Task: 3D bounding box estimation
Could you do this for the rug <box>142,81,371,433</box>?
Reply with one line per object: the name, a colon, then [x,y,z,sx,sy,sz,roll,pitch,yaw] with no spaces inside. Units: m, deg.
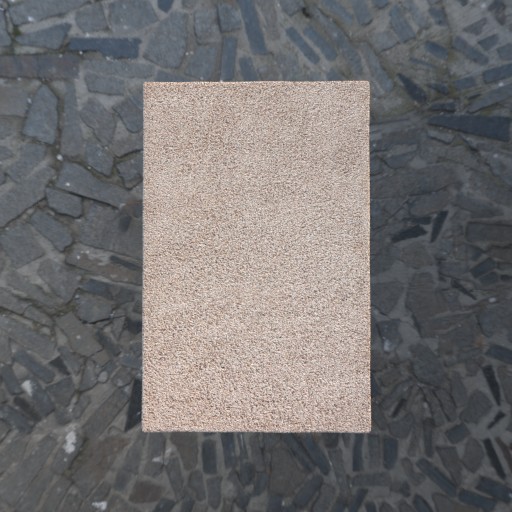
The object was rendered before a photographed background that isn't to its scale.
rug: [0.000,0.000,3.464,1.778,0.030,2.743,0,89,1]
